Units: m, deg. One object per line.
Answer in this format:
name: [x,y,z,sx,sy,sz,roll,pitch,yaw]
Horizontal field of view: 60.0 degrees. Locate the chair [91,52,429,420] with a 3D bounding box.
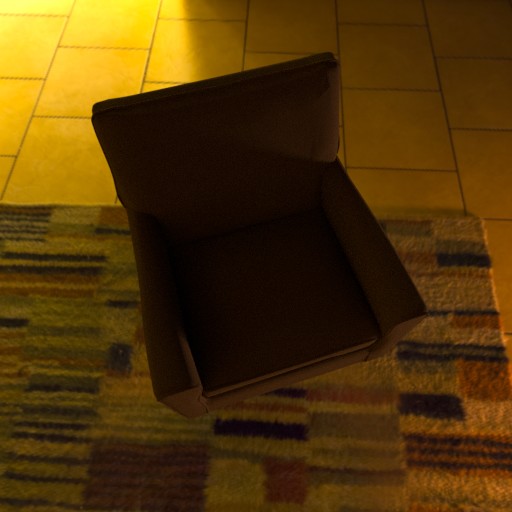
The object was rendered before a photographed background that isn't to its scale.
chair: [0.000,0.000,1.573,0.836,0.911,0.831,-16,64,-8]
